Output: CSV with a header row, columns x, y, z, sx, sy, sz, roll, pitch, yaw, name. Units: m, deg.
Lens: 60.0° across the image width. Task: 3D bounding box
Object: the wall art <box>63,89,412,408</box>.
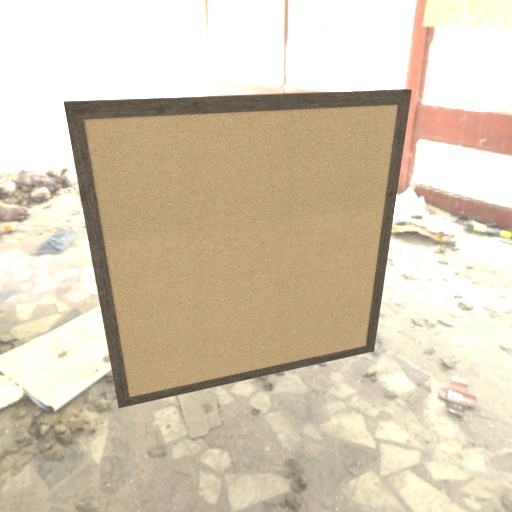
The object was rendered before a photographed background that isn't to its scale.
x,y,z,sx,sy,sz,roll,pitch,yaw,name
0.000,0.000,0.664,0.457,0.457,0.013,-8,27,-16,wall art
